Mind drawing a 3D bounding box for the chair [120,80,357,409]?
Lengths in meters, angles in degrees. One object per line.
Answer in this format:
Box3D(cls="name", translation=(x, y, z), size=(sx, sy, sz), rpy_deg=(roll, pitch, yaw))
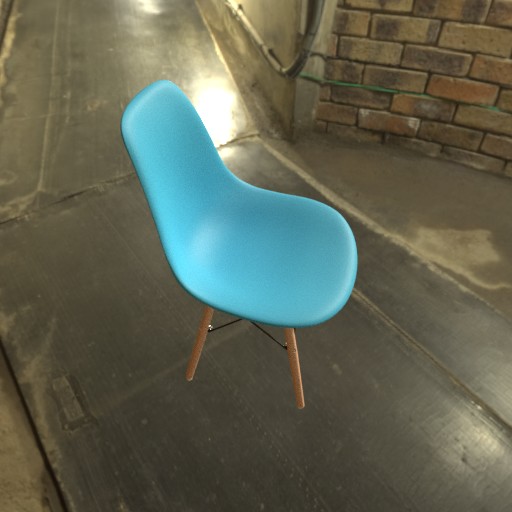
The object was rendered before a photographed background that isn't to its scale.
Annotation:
Box3D(cls="chair", translation=(0.000, 0.000, 1.184), size=(0.531, 0.826, 0.470), rpy_deg=(11, 47, 11))
